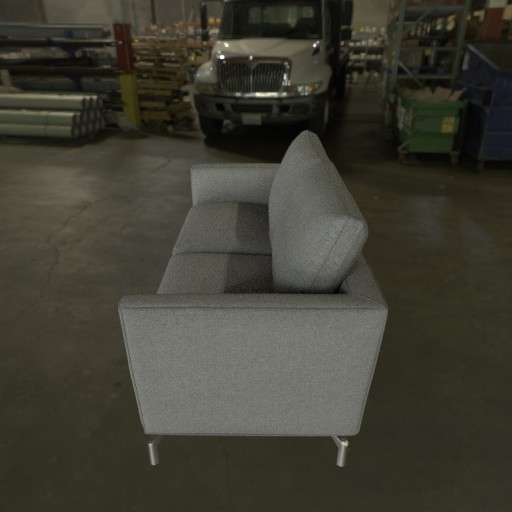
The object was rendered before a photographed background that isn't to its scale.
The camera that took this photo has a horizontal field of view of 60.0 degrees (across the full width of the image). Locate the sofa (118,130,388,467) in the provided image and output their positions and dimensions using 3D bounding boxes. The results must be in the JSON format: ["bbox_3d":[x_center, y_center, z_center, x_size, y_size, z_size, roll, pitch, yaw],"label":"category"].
[{"bbox_3d":[0.000,0.000,2.078,0.803,0.924,1.594,0,26,1],"label":"sofa"}]
